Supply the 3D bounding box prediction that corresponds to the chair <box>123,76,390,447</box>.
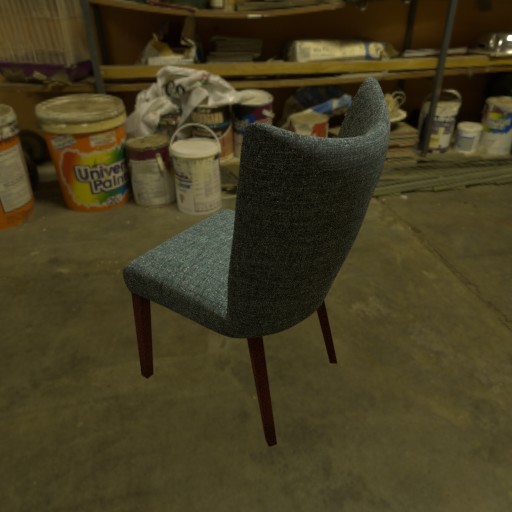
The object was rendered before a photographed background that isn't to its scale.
[{"bbox_3d":[0.000,0.000,1.262,0.623,0.924,0.535,20,37,29],"label":"chair"}]
